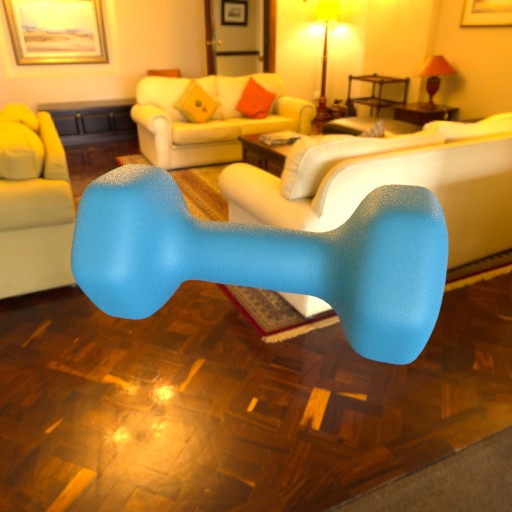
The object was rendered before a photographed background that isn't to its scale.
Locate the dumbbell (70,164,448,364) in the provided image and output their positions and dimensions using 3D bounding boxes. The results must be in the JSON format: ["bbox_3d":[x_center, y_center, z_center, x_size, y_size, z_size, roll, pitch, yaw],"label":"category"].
[{"bbox_3d":[0.000,0.000,0.193,0.152,0.066,0.074,7,28,14],"label":"dumbbell"}]
